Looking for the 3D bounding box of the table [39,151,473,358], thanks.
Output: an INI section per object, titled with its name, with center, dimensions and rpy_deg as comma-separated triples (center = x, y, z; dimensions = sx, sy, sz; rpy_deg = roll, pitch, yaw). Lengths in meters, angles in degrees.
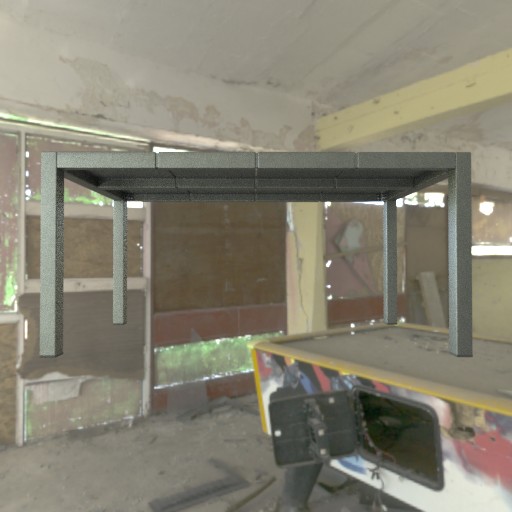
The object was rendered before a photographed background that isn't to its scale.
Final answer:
[table]
center = 0.000, 0.000, 1.267
dimensions = 0.965, 0.460, 0.559
rpy_deg = 0, -1, 0
